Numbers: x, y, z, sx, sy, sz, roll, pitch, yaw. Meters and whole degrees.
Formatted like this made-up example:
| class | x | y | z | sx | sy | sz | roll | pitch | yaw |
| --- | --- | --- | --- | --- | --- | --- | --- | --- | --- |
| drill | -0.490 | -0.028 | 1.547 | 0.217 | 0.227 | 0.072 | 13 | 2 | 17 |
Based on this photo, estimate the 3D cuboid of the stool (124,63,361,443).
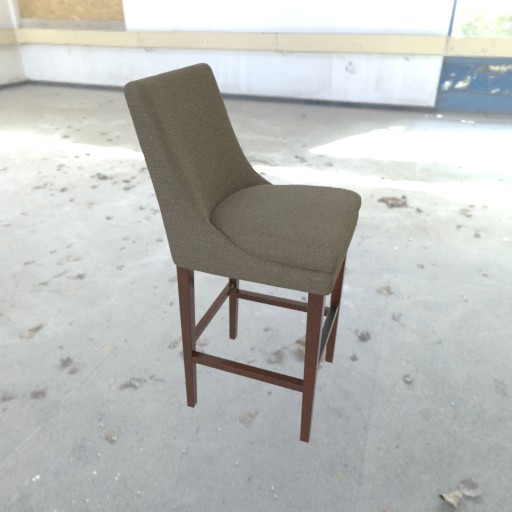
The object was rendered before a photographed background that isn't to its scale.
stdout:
| class | x | y | z | sx | sy | sz | roll | pitch | yaw |
| --- | --- | --- | --- | --- | --- | --- | --- | --- | --- |
| stool | 0.000 | 0.000 | 1.414 | 0.577 | 1.078 | 0.470 | 10 | 32 | 17 |
